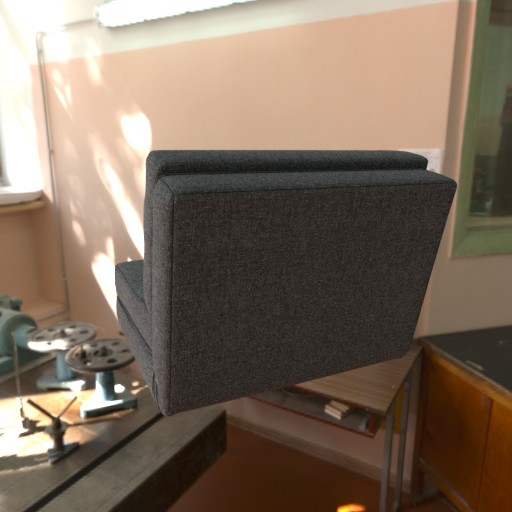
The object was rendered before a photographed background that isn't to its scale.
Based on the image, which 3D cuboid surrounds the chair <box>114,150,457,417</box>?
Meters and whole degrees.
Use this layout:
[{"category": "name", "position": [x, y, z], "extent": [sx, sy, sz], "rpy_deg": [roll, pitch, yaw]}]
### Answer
[{"category": "chair", "position": [0.000, 0.000, 1.324], "extent": [0.740, 0.615, 0.800], "rpy_deg": [-6, 15, -25]}]
